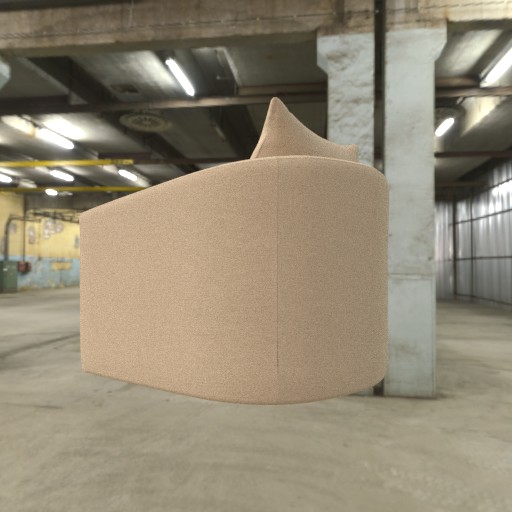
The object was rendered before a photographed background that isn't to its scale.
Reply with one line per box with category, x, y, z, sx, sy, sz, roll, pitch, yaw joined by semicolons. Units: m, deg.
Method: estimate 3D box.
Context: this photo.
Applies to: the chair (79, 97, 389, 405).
chair;0.000;0.000;1.577;0.910;0.848;0.845;-1;-2;36
